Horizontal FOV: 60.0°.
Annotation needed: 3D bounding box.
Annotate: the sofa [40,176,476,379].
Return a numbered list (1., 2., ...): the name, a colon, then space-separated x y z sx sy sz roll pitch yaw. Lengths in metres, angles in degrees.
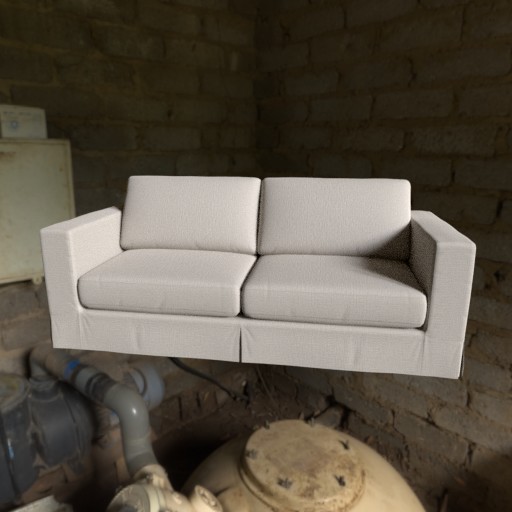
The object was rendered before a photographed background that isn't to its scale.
1. sofa: 0.000 0.000 2.618 2.163 0.881 0.954 2 15 9
